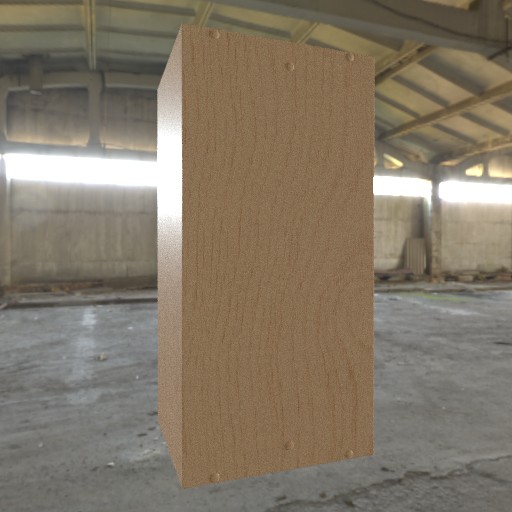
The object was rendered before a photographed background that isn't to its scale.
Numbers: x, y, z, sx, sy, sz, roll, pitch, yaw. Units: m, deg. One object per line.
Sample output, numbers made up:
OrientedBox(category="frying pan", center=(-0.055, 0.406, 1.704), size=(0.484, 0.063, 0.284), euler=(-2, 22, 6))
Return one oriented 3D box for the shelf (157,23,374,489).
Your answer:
OrientedBox(category="shelf", center=(0.000, 0.000, 0.735), size=(0.290, 0.600, 0.250), euler=(0, 0, -20))
